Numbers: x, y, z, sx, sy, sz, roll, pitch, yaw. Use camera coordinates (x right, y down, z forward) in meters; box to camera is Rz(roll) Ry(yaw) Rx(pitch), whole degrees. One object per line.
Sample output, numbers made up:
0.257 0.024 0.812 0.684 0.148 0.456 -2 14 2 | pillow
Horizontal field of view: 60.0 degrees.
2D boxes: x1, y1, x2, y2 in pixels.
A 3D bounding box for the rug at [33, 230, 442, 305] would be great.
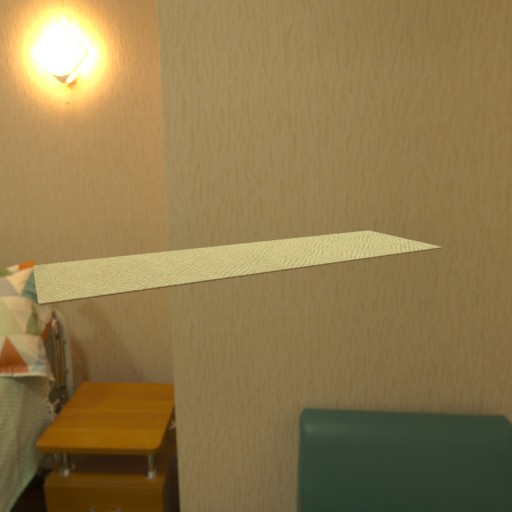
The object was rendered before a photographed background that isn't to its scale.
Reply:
0.000 0.000 2.541 2.277 0.008 0.676 -7 15 -27 | rug
